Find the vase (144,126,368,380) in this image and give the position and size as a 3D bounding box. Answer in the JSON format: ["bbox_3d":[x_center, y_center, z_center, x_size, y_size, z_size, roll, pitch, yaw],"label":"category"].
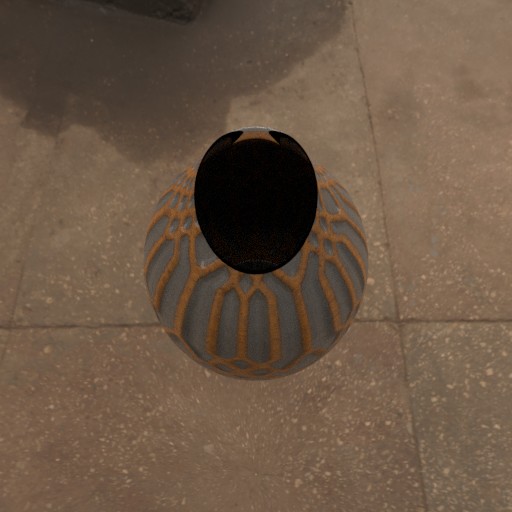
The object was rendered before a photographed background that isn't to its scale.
[{"bbox_3d":[0.000,0.000,0.135,0.069,0.088,0.069,0,64,0],"label":"vase"}]
